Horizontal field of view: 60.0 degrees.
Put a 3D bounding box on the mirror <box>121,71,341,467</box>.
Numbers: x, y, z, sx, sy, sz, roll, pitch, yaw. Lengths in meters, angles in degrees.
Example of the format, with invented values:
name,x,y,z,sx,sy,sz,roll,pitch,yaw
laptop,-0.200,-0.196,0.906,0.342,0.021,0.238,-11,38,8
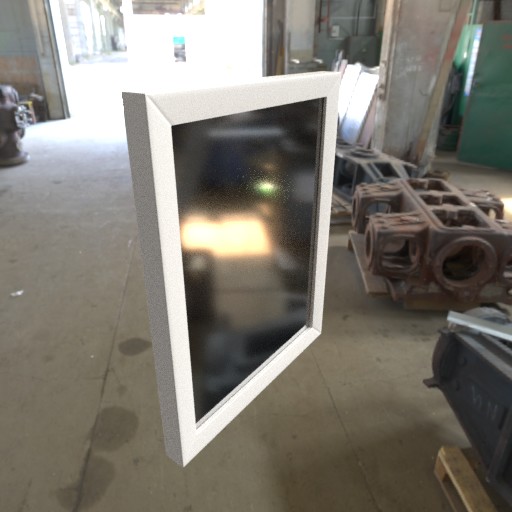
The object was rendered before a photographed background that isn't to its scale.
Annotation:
name,x,y,z,sx,sy,sz,roll,pitch,yaw
mirror,0.000,0.000,0.684,0.041,0.508,0.405,18,31,32
